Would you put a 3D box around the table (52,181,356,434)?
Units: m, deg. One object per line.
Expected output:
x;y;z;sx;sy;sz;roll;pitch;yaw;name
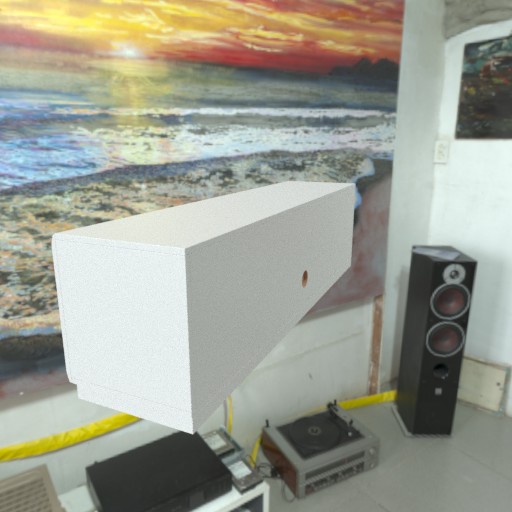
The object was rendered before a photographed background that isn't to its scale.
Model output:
0.000;0.000;1.710;0.400;0.440;1.550;7;16;24;table
